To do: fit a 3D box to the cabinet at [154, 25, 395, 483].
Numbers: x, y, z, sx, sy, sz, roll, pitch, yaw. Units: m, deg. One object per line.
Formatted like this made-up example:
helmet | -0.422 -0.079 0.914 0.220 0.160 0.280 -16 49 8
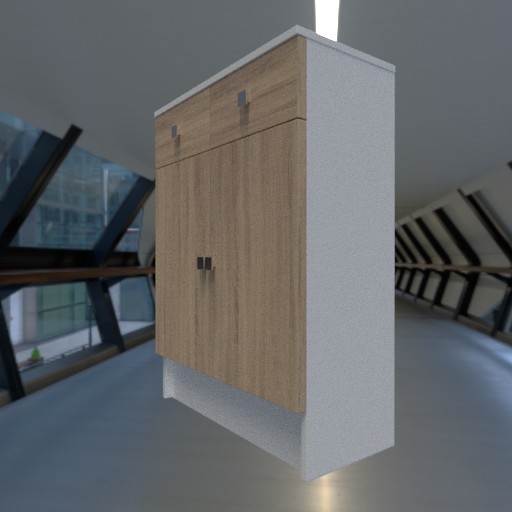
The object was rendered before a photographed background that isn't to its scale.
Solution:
cabinet | 0.000 0.000 1.101 0.296 0.815 0.600 0 0 -37
